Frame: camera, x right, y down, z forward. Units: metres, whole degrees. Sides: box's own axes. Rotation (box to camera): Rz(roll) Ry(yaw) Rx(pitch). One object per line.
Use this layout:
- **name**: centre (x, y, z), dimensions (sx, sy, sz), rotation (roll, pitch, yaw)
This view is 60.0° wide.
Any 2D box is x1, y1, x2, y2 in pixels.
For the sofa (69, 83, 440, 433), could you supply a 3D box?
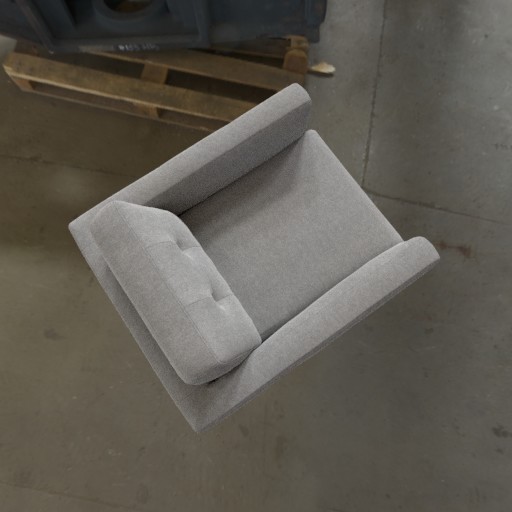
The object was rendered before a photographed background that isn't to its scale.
- **sofa**: centre (0.000, 0.000, 1.561), dimensions (0.920, 0.860, 0.770), rotation (-34, 78, -8)
